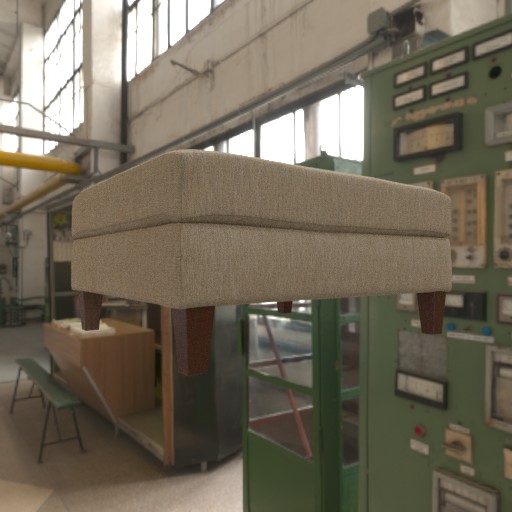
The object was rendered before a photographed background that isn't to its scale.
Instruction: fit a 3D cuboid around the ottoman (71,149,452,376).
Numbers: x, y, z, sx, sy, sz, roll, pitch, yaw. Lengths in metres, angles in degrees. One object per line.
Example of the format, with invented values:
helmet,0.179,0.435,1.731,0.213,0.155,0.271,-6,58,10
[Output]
ottoman,0.000,0.000,1.449,0.976,0.492,0.836,1,-1,-36
